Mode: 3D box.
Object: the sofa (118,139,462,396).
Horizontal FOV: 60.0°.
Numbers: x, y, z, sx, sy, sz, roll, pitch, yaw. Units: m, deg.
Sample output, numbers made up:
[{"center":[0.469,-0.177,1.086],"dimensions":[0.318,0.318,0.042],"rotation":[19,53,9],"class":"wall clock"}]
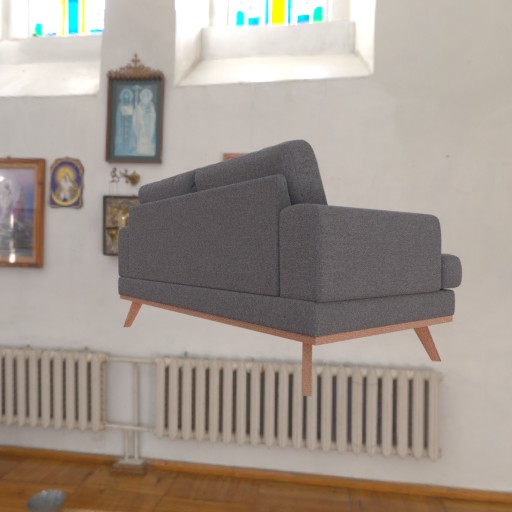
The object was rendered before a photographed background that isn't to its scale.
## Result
[{"center":[0.000,0.000,2.128],"dimensions":[0.785,0.810,1.650],"rotation":[0,1,-37],"class":"sofa"}]
